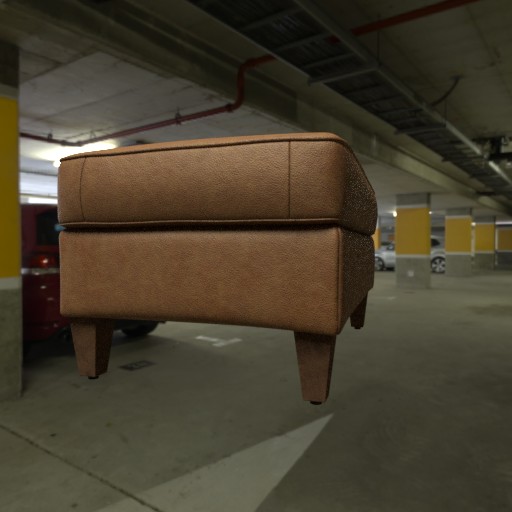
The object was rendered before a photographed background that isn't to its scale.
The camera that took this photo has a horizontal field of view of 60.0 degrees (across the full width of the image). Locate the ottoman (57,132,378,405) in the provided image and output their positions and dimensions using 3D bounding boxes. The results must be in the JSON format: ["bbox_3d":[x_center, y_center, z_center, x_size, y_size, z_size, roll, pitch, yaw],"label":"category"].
[{"bbox_3d":[0.000,0.000,1.161,0.584,0.483,0.864,0,1,18],"label":"ottoman"}]
